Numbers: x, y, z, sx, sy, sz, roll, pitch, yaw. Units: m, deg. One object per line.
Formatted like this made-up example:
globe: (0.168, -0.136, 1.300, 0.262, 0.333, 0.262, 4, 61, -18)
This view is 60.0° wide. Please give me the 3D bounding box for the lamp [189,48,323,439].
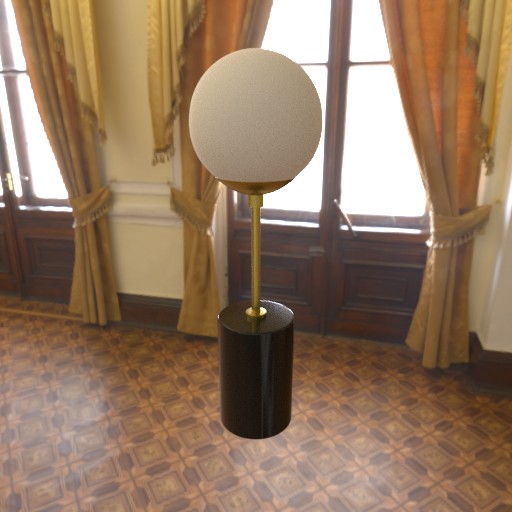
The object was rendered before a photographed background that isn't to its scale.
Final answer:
lamp: (0.000, 0.000, 0.562, 0.153, 0.480, 0.153, 0, 18, 0)
